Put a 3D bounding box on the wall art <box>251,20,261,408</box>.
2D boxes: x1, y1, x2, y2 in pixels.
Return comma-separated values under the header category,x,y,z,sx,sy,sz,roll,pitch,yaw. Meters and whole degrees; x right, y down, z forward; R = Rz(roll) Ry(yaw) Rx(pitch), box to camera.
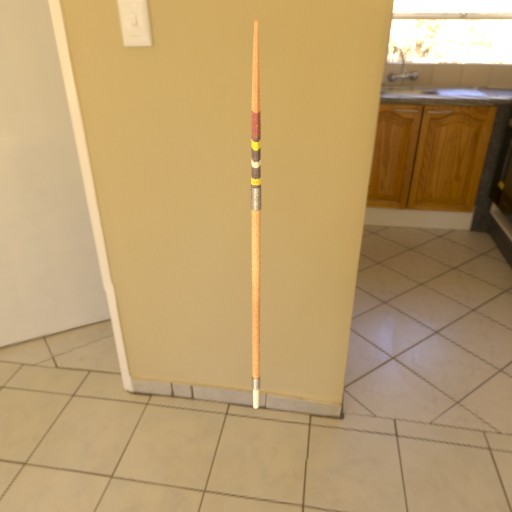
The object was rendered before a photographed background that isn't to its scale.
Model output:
category,x,y,z,sx,sy,sz,roll,pitch,yaw
wall art,0.000,0.000,1.656,0.038,1.556,0.146,0,28,0
